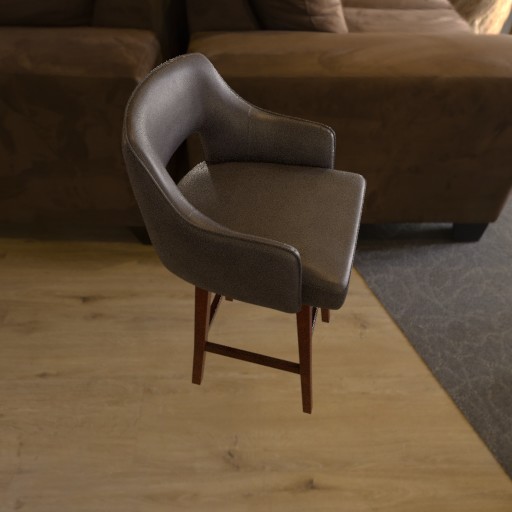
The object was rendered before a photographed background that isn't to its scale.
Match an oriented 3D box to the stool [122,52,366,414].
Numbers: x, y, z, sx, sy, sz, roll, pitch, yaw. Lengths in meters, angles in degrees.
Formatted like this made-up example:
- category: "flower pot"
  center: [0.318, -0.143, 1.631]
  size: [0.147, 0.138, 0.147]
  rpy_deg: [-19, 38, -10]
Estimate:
- category: "stool"
  center: [0.000, 0.000, 1.346]
  size: [0.560, 1.041, 0.550]
  rpy_deg: [11, 48, 10]
